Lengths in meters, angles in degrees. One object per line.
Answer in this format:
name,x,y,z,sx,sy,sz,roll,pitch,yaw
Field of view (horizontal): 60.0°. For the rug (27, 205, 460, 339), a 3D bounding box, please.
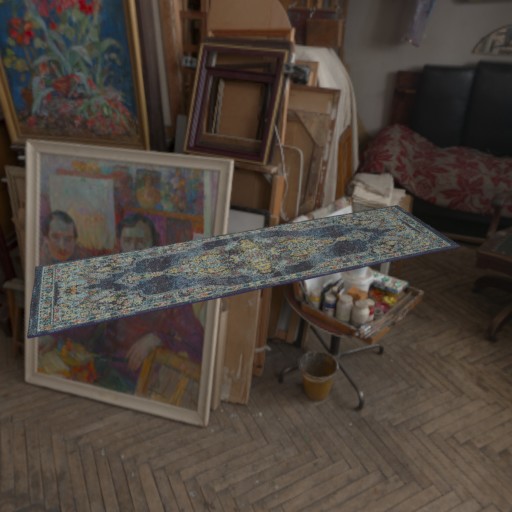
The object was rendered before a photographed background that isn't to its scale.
rug,0.000,0.000,2.450,2.283,0.016,0.602,-11,33,-17
